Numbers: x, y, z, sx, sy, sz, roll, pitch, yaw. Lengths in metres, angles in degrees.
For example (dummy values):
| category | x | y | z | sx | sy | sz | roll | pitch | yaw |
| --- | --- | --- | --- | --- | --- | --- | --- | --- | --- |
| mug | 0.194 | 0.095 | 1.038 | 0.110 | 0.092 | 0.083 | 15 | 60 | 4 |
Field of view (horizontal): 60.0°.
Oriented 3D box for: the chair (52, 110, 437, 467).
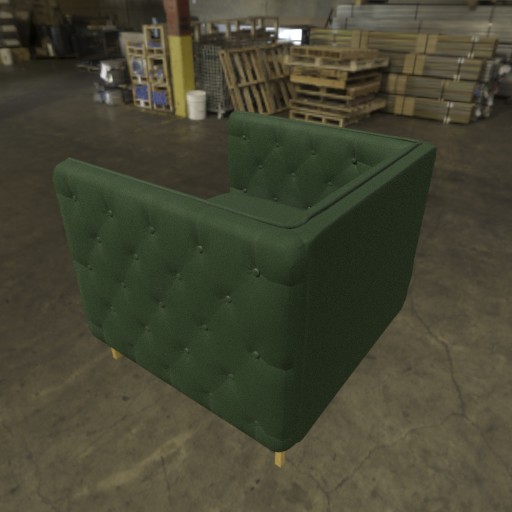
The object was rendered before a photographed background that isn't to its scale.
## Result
| category | x | y | z | sx | sy | sz | roll | pitch | yaw |
| --- | --- | --- | --- | --- | --- | --- | --- | --- | --- |
| chair | 0.000 | 0.000 | 1.530 | 0.855 | 0.768 | 0.917 | 21 | 36 | 31 |
